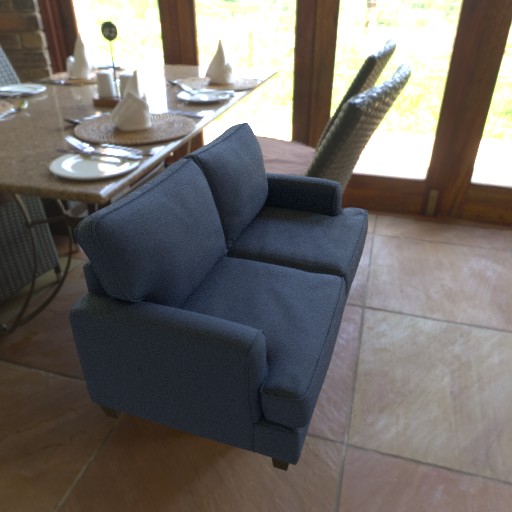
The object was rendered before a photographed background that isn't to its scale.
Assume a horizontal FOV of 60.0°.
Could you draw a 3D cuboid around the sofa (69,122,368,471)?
[{"bbox_3d":[0.000,0.000,2.229,0.965,0.965,1.651,10,32,17],"label":"sofa"}]
